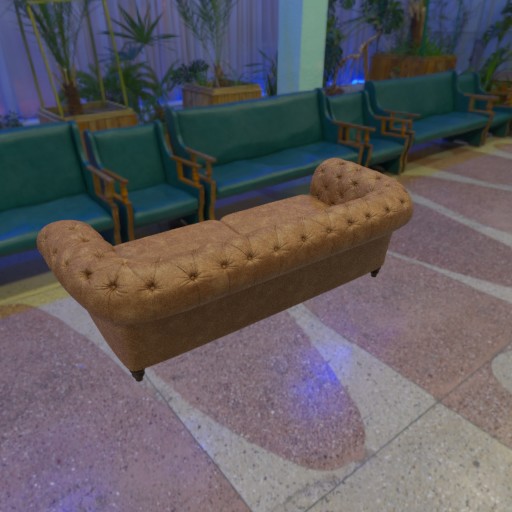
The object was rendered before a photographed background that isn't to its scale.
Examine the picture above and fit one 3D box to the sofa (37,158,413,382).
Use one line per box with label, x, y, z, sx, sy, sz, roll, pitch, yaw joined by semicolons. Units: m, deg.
sofa;0.000;0.000;2.871;2.365;0.760;0.989;-19;34;-30
